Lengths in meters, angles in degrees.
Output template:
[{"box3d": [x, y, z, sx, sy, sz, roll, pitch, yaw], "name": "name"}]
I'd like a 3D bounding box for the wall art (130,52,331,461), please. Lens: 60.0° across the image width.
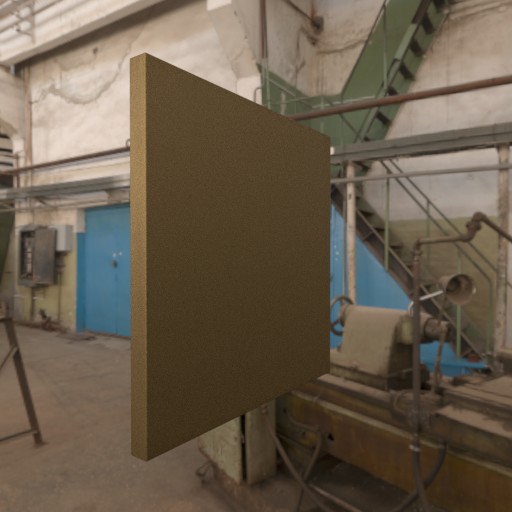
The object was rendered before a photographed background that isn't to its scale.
[{"box3d": [0.000, 0.000, 0.759, 0.031, 0.506, 0.503, 1, 1, 36], "name": "wall art"}]
